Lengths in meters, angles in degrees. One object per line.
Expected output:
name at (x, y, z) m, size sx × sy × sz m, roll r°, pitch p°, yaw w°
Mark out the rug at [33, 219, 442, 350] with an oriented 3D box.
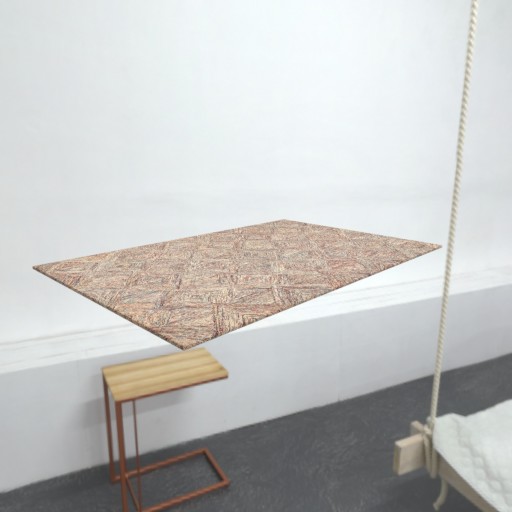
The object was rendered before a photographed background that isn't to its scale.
rug at (0.000, 0.000, 2.928) m, size 1.523 × 0.019 × 2.285 m, roll 14°, pitch 20°, yaw 43°
